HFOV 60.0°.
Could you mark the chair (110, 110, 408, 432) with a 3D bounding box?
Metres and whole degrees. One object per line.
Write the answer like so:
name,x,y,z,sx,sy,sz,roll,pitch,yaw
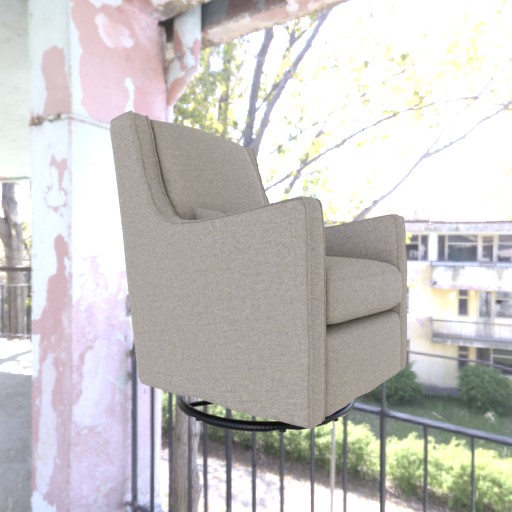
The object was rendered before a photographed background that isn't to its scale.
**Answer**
chair,0.000,0.000,1.568,0.879,0.993,0.732,0,1,36
